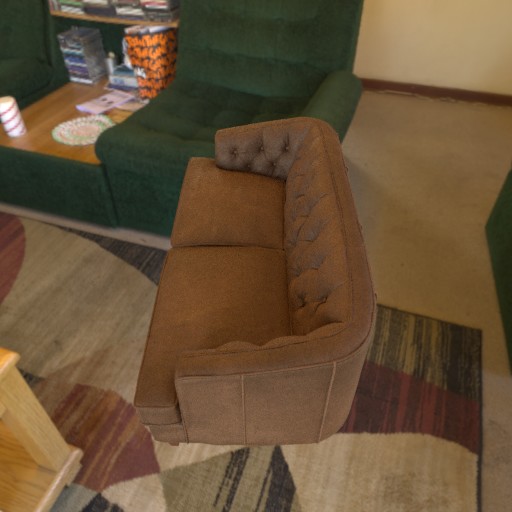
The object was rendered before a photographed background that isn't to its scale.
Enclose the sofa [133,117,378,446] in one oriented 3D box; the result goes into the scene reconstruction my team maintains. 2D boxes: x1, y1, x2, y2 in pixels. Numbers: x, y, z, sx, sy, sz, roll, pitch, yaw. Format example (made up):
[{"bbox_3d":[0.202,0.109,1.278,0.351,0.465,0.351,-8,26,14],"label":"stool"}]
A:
[{"bbox_3d":[0.000,0.000,2.278,0.917,0.799,1.767,1,43,1],"label":"sofa"}]
